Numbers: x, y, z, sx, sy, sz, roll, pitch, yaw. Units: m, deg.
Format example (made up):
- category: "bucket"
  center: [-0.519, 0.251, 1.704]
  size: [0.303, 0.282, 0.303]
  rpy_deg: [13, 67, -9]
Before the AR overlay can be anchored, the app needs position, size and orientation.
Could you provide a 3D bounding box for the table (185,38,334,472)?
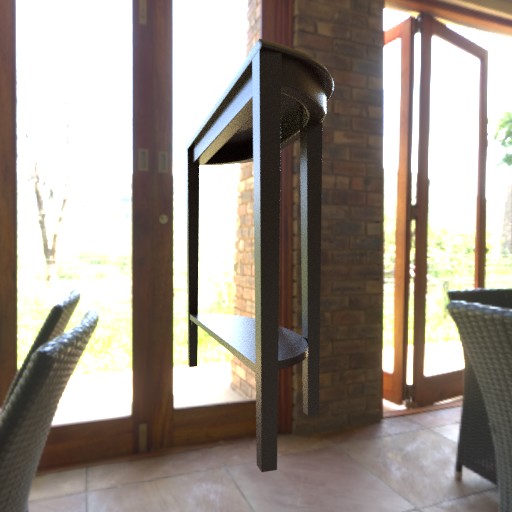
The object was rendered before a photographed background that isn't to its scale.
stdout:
- category: "table"
  center: [0.000, 0.000, 1.303]
  size: [0.274, 0.831, 0.909]
  rpy_deg: [0, 0, -18]
